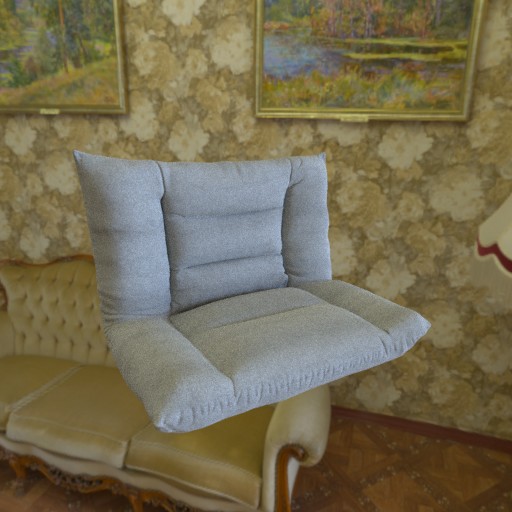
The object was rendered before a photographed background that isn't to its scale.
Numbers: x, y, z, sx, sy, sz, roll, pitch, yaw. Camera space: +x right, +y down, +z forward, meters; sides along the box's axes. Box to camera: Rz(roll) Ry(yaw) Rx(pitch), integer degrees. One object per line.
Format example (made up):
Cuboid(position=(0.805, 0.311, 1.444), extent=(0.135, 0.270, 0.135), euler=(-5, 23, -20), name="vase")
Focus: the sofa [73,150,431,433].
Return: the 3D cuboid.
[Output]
Cuboid(position=(0.000, 0.000, 1.704), extent=(1.144, 0.795, 0.847), euler=(-9, 19, -28), name="sofa")
